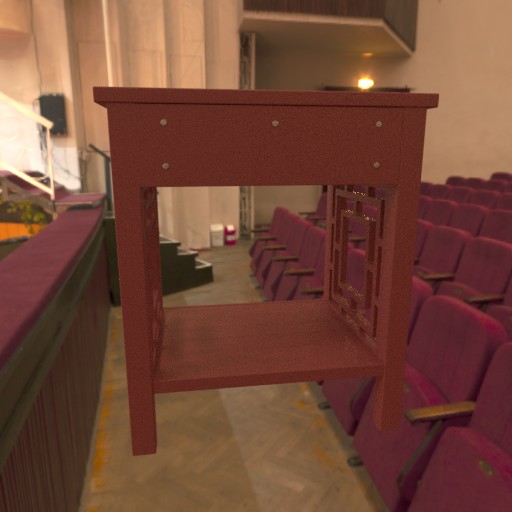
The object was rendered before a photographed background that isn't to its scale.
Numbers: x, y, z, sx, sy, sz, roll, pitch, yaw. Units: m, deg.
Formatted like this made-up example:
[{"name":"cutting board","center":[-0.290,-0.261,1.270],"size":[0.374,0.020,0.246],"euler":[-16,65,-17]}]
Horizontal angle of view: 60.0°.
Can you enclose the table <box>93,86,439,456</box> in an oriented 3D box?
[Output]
[{"name":"table","center":[0.000,0.000,1.049],"size":[0.599,0.686,0.451],"euler":[-2,14,-9]}]
